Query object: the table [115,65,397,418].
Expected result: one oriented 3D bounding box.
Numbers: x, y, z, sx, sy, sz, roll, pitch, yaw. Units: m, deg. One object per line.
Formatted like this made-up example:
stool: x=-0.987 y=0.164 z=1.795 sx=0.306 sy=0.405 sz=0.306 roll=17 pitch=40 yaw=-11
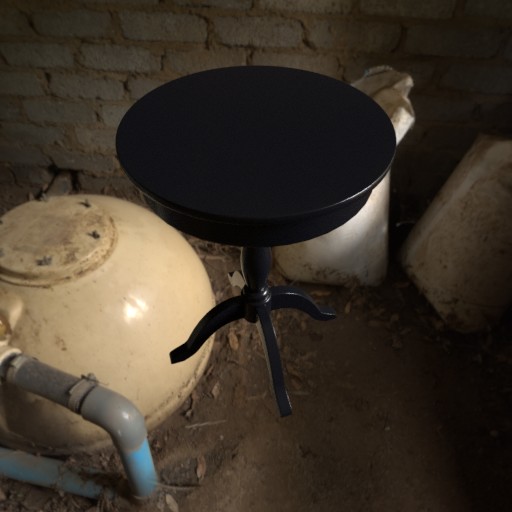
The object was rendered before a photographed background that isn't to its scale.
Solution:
table: x=0.000 y=0.000 z=1.009 sx=0.481 sy=0.665 sz=0.481 roll=0 pitch=47 yaw=0
